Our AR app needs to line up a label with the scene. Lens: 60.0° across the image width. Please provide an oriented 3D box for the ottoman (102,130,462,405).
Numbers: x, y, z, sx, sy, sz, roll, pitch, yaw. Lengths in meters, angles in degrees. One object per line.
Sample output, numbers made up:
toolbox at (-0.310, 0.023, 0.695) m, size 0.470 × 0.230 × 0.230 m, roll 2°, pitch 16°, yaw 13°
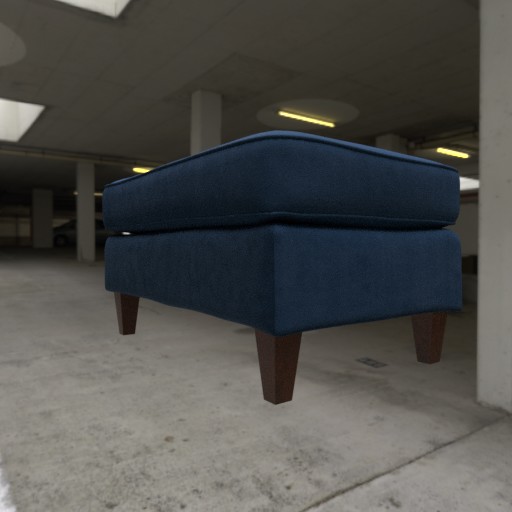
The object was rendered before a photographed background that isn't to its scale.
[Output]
ottoman at (0.000, 0.000, 1.190) m, size 0.583 × 0.484 × 0.862 m, roll -1°, pitch 1°, yaw -36°
